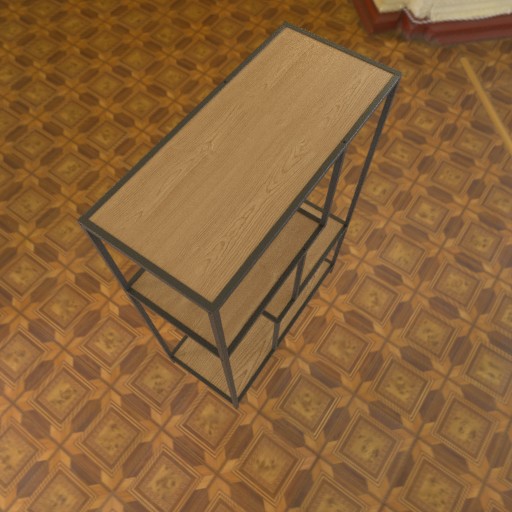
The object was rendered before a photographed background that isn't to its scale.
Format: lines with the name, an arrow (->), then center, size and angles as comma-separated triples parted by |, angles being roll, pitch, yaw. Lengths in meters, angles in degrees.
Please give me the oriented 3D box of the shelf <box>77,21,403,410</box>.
shelf -> 0.000, 0.000, 1.503 | 0.350, 1.138, 0.770 | 32, 67, 15
